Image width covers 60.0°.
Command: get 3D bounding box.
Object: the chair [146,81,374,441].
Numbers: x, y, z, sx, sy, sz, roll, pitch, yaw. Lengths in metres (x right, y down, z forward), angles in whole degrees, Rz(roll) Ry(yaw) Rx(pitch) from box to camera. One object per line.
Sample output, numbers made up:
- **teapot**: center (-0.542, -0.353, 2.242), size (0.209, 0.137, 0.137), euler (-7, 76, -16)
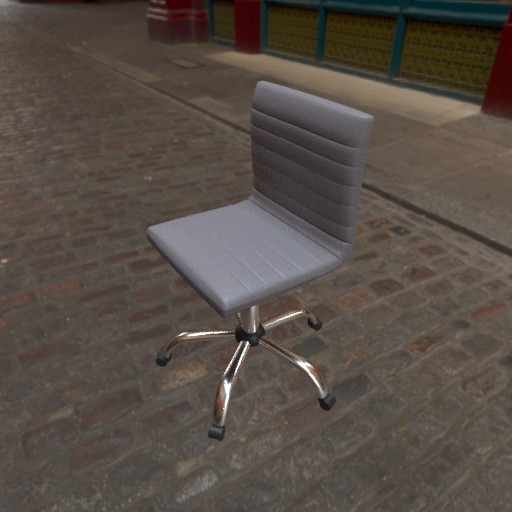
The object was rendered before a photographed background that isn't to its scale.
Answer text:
- **chair**: center (0.000, 0.000, 1.166), size (0.530, 0.780, 0.556), euler (-22, 40, -29)
